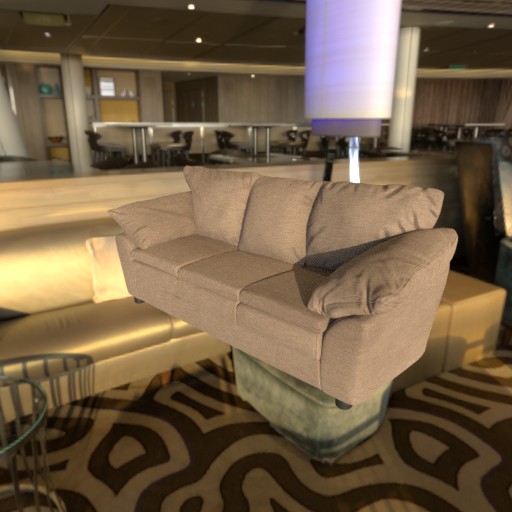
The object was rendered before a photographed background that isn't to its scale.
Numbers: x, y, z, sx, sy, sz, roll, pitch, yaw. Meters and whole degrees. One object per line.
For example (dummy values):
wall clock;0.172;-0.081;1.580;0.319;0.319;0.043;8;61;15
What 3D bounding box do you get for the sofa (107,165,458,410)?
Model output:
sofa;0.000;0.000;2.926;0.927;1.043;2.390;-16;23;-43
